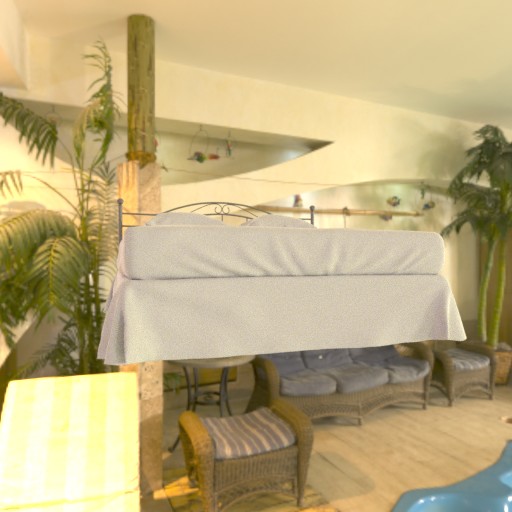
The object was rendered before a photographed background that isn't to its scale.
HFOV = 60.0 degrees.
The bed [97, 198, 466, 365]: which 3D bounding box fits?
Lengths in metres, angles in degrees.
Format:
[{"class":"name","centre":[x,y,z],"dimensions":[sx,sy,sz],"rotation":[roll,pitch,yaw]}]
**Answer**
[{"class":"bed","centre":[0.000,0.000,3.462],"dimensions":[2.309,1.080,2.220],"rotation":[0,0,-18]}]
